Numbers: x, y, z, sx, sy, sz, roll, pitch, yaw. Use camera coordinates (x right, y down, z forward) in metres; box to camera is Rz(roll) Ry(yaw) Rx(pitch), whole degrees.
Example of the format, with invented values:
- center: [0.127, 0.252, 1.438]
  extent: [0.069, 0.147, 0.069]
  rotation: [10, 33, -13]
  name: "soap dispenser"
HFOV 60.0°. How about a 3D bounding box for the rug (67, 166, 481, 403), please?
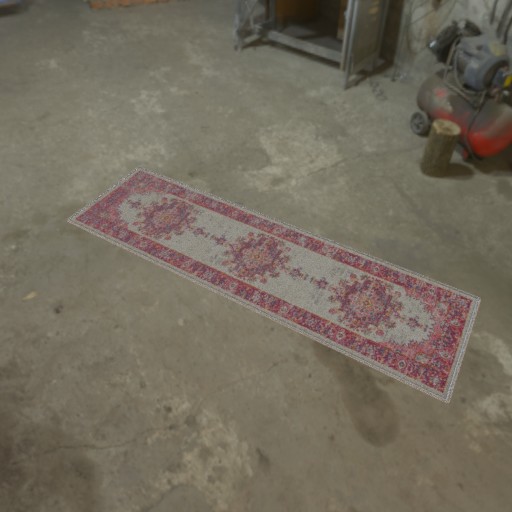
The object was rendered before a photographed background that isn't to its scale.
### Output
- center: [0.000, 0.000, 2.481]
  extent: [2.294, 0.011, 0.666]
  rotation: [23, 50, 21]
  name: "rug"
